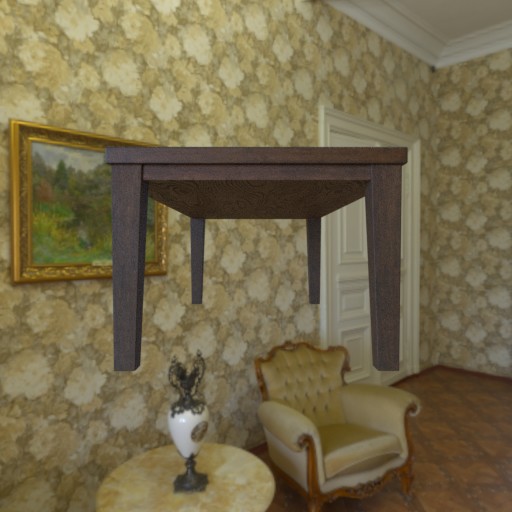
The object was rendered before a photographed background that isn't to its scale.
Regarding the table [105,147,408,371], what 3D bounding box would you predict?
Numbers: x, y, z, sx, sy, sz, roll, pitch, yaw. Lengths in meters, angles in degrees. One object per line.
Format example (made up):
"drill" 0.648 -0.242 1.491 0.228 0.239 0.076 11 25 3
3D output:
"table" 0.000 0.000 2.480 1.016 0.762 1.981 0 1 0
